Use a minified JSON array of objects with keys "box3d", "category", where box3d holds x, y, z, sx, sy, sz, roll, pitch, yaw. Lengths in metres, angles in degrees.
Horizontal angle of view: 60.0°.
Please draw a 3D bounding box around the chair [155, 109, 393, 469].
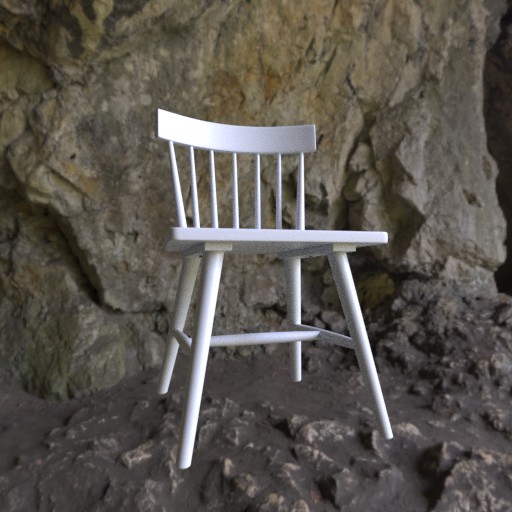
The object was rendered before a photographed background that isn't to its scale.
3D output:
[{"box3d":[0.000,0.000,1.114,0.483,0.787,0.500,0,0,-18],"category":"chair"}]
